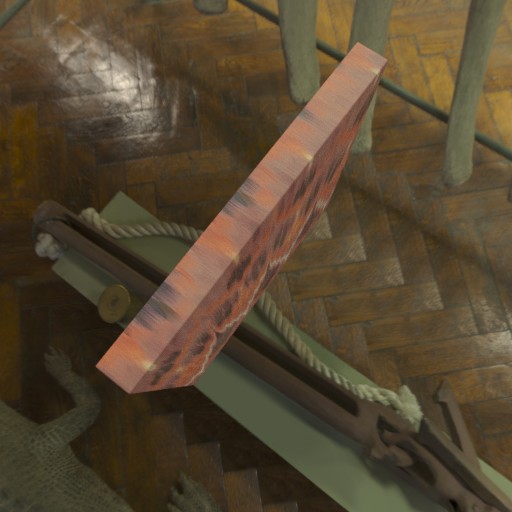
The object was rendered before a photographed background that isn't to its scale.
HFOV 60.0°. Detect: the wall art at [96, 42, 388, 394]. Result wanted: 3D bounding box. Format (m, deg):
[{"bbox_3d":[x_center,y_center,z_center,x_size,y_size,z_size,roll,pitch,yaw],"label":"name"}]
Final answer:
[{"bbox_3d":[0.000,0.000,0.606,0.038,0.406,0.403,35,78,9],"label":"wall art"}]
